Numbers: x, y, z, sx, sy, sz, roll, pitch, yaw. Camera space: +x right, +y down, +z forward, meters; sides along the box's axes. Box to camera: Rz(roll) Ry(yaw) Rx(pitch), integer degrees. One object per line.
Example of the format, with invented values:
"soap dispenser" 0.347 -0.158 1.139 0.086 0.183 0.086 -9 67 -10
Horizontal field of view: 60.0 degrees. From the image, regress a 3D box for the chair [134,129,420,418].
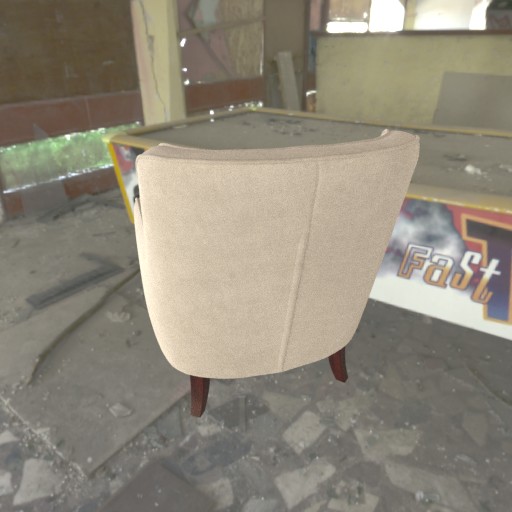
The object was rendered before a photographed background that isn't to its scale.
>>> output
"chair" 0.000 0.000 1.559 0.781 0.920 0.910 -8 27 -16
